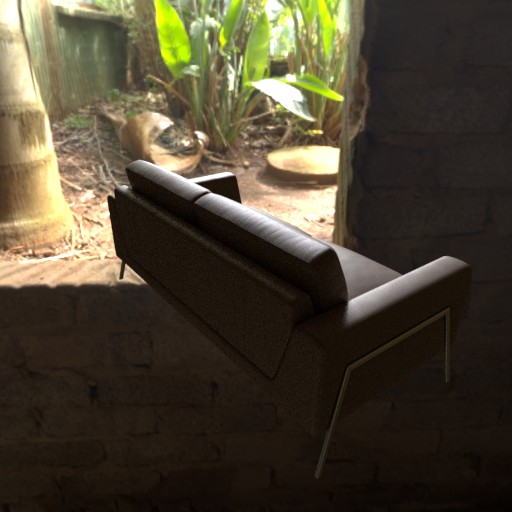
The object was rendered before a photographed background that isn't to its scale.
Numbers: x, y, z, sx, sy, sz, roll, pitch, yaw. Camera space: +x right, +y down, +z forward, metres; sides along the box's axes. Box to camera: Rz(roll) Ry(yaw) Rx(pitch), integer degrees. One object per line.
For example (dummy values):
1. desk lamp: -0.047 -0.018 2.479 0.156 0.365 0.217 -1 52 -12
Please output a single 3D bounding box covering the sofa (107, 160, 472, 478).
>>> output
1. sofa: 0.000 0.000 2.509 0.953 0.875 2.017 -18 31 -33
